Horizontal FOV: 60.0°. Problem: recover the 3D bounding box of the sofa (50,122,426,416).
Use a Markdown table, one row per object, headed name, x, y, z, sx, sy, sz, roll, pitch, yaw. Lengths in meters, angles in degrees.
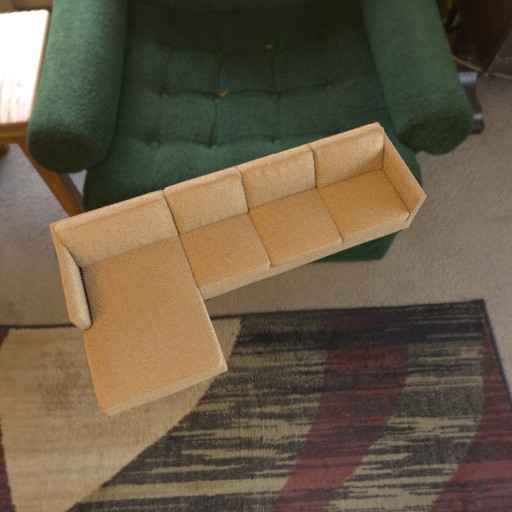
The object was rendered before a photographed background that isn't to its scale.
| name | x | y | z | sx | sy | sz | roll | pitch | yaw |
| --- | --- | --- | --- | --- | --- | --- | --- | --- | --- |
| sofa | 0.000 | 0.000 | 3.936 | 3.186 | 0.846 | 1.625 | -19 | 65 | -9 |
